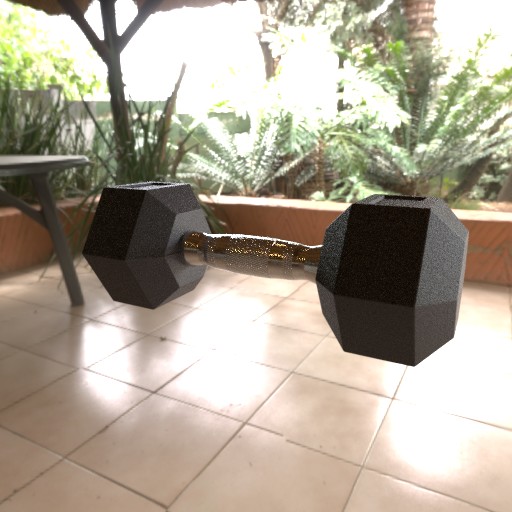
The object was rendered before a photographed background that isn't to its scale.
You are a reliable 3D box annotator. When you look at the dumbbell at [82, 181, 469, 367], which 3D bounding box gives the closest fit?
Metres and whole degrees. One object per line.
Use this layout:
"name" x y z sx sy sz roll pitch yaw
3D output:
"dumbbell" 0.000 0.000 0.350 0.297 0.101 0.116 8 16 27
